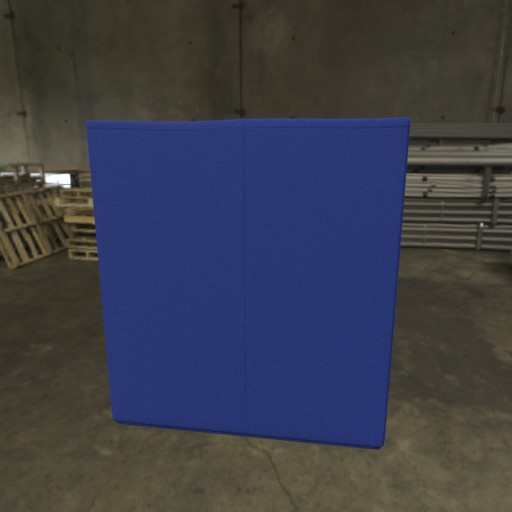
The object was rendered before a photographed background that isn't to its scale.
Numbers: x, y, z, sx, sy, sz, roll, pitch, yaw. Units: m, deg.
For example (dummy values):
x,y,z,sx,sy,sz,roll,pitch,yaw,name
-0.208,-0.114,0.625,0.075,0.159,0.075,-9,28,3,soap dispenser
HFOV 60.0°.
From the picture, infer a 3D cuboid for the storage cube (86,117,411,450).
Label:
x,y,z,sx,sy,sz,roll,pitch,yaw,name
0.000,0.000,0.497,0.270,0.280,0.270,2,14,9,storage cube
